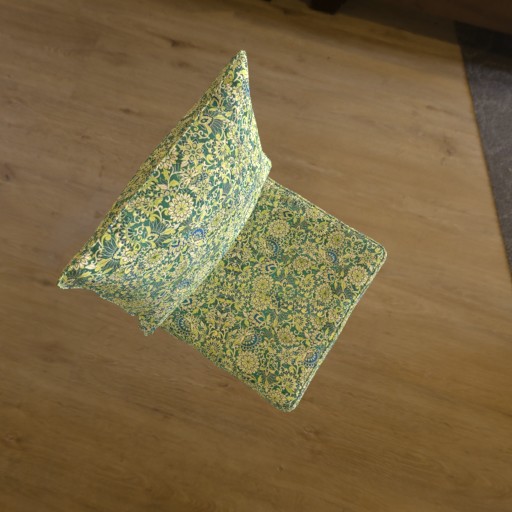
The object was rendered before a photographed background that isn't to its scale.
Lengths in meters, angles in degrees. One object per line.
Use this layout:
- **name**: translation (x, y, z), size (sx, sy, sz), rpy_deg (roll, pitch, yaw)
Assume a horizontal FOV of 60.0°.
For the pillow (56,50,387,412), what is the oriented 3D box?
- **pillow**: translation (0.000, 0.000, 1.383), size (0.740, 0.722, 0.798), rpy_deg (33, 77, 9)
